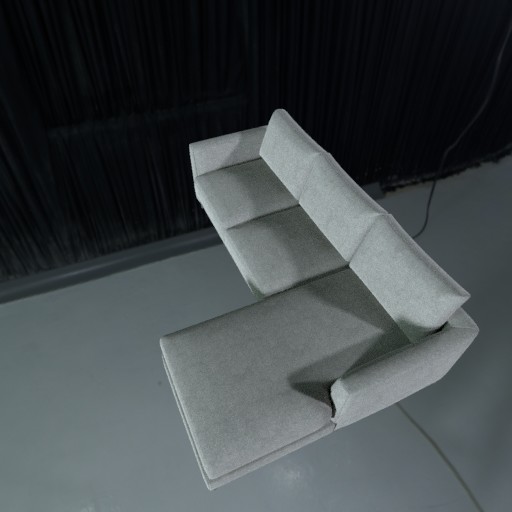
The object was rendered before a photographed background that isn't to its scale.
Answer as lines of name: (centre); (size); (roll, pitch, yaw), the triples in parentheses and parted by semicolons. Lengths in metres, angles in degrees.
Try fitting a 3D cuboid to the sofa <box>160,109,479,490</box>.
sofa: (0.000, 0.000, 3.058); (1.626, 0.864, 2.438); (-18, 49, -17)
